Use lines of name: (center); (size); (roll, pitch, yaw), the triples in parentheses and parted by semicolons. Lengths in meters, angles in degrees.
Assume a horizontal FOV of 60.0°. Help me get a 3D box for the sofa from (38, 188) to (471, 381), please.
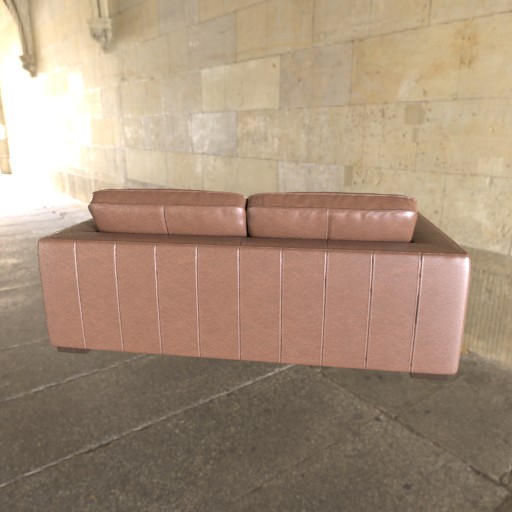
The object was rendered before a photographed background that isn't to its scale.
sofa: (0.000, 0.000, 2.444); (1.920, 0.800, 1.070); (2, 16, 8)
